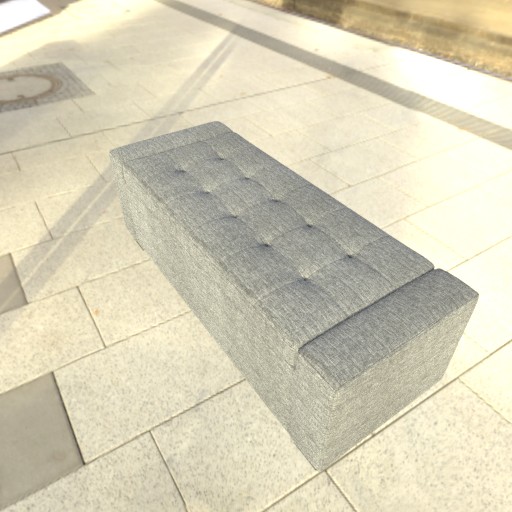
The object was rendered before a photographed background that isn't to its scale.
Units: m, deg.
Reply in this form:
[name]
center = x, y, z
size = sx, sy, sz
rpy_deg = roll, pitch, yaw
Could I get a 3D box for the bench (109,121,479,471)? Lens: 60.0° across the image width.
[bench]
center = 0.000, 0.000, 1.548
size = 0.508, 0.445, 1.296
rpy_deg = -24, 46, -26
